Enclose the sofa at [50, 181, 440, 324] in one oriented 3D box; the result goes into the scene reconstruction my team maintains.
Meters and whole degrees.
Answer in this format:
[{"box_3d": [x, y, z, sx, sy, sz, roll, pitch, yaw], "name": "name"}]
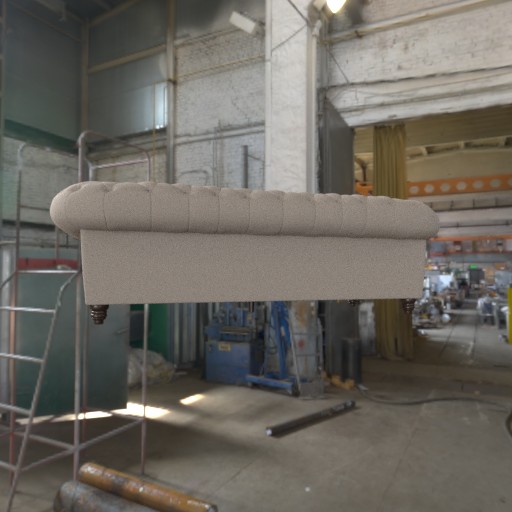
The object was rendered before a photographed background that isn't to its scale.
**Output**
[{"box_3d": [0.000, 0.000, 2.854, 2.411, 0.749, 0.991, 1, -2, -18], "name": "sofa"}]
